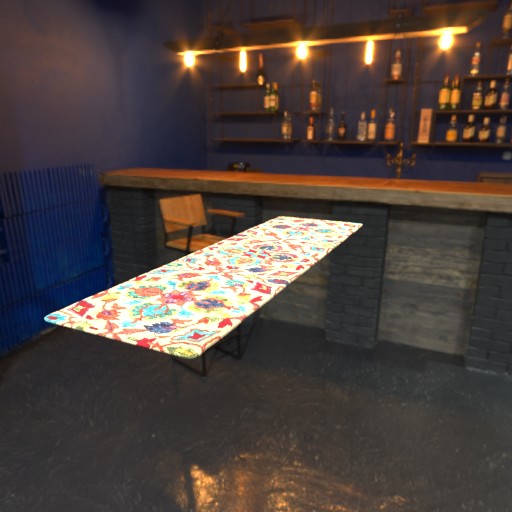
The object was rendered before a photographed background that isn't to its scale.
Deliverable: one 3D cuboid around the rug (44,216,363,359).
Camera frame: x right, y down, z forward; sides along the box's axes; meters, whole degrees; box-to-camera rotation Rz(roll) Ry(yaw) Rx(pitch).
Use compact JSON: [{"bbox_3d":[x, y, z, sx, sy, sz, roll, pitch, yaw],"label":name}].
[{"bbox_3d":[0.000,0.000,2.503,0.693,0.016,2.273,8,18,25],"label":"rug"}]
